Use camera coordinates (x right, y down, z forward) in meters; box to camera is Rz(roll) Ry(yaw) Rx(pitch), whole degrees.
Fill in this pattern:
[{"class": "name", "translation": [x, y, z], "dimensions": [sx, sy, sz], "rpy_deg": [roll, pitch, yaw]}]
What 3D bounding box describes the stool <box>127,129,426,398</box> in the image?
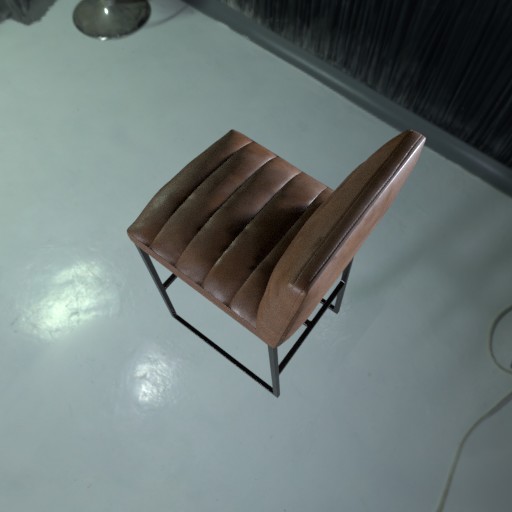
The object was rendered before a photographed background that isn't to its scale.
[{"class": "stool", "translation": [0.000, 0.000, 1.357], "dimensions": [0.562, 1.065, 0.463], "rpy_deg": [34, 68, 16]}]
